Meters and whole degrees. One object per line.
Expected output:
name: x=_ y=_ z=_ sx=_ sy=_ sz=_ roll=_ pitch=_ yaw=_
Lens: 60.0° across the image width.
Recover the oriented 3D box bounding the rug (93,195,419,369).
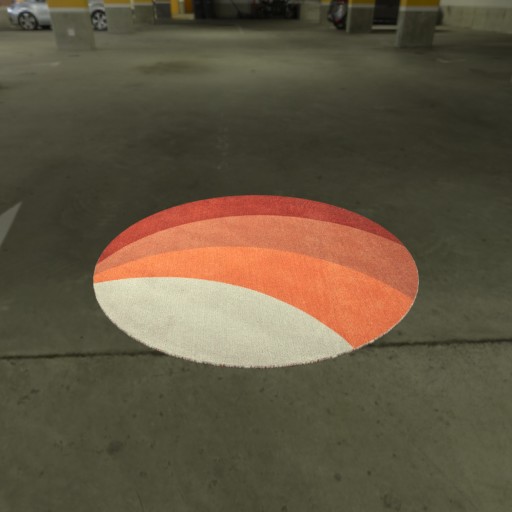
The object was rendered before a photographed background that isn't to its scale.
rug: x=0.000 y=0.000 z=2.163 sx=1.514 sy=0.015 sz=1.514 roll=0 pitch=30 yaw=0
